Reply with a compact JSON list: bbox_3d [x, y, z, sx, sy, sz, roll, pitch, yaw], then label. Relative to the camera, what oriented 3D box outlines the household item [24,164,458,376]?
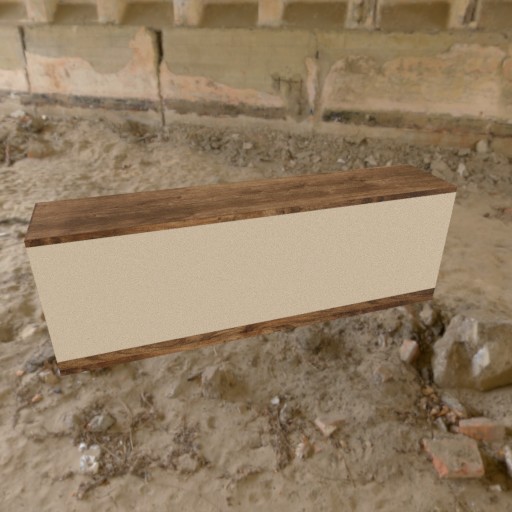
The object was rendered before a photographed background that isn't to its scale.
[{"bbox_3d":[0.000,0.000,2.072,1.800,0.615,0.390,-9,29,-16],"label":"household item"}]
